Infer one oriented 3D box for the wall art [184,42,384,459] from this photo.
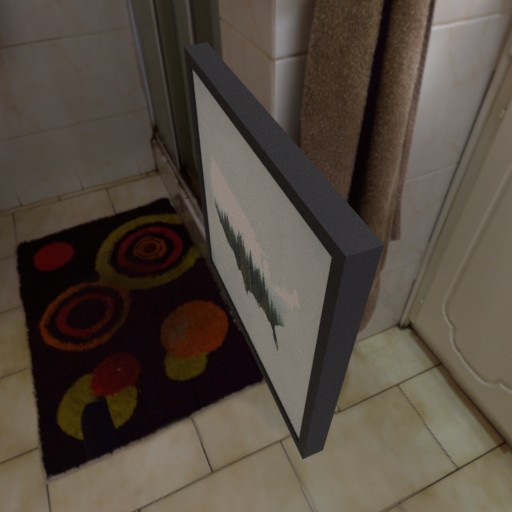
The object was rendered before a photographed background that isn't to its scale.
[{"bbox_3d":[0.000,0.000,0.746,0.040,0.509,0.509,-17,49,-15],"label":"wall art"}]
